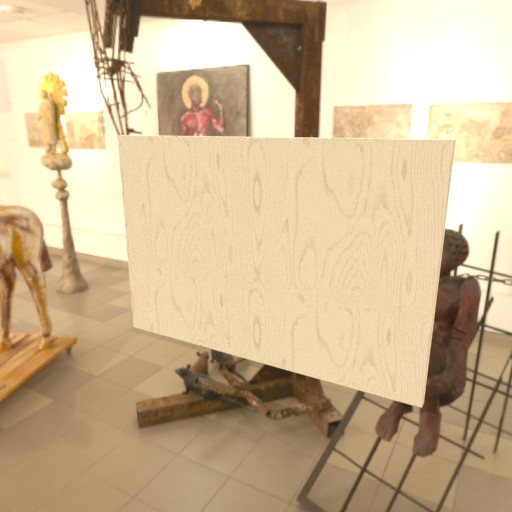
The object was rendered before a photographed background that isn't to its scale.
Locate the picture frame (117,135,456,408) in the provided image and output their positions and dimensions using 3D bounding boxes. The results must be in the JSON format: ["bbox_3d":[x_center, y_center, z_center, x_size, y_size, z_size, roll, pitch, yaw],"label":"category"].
[{"bbox_3d":[0.000,0.000,1.235,0.950,0.640,0.029,9,19,28],"label":"picture frame"}]
